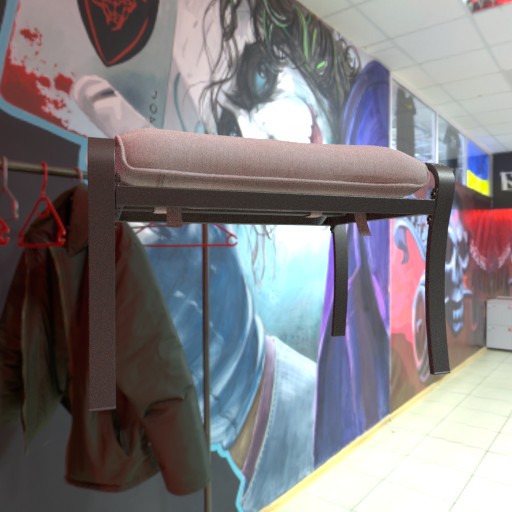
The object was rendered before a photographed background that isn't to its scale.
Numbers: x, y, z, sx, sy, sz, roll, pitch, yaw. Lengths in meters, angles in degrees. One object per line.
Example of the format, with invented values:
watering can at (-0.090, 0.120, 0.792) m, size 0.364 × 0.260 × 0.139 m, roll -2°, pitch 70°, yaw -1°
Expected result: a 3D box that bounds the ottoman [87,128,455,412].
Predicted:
ottoman at (0.000, 0.000, 0.881) m, size 0.610 × 0.422 × 0.406 m, roll 0°, pitch 1°, yaw -18°
